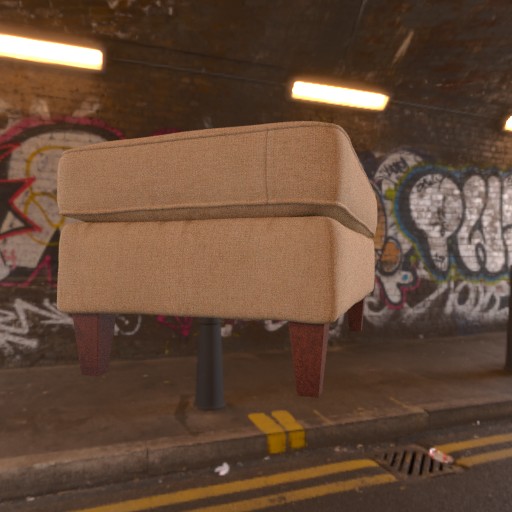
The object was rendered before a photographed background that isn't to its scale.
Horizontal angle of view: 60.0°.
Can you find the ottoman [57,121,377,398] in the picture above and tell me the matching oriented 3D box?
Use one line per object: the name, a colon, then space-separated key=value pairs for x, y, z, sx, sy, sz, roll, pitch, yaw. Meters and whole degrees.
ottoman: x=0.000 y=0.000 z=1.183 sx=0.583 sy=0.484 sz=0.862 roll=0 pitch=-1 yaw=19
